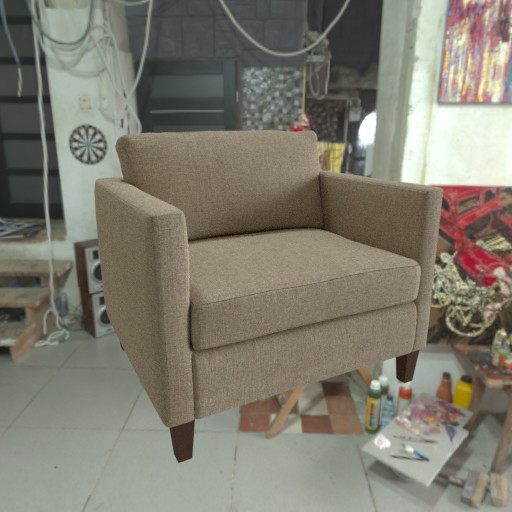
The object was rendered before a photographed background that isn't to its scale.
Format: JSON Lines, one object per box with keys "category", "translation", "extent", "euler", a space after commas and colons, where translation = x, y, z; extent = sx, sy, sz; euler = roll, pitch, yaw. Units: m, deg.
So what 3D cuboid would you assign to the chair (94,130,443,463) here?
{"category": "chair", "translation": [0.000, 0.000, 1.815], "extent": [1.107, 0.987, 0.959], "euler": [-8, 18, -27]}
